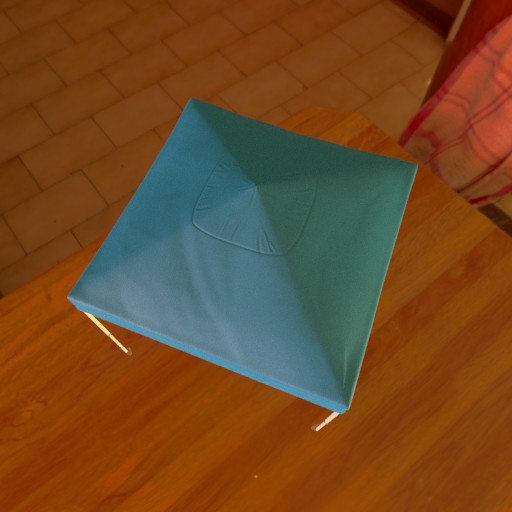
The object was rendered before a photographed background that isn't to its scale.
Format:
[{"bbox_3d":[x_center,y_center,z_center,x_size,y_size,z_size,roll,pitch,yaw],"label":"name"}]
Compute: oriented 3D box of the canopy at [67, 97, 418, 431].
[{"bbox_3d":[0.000,0.000,5.542,2.996,2.997,2.998,19,65,9],"label":"canopy"}]
